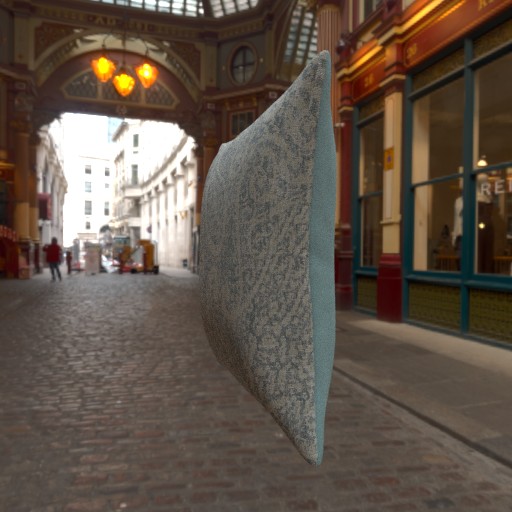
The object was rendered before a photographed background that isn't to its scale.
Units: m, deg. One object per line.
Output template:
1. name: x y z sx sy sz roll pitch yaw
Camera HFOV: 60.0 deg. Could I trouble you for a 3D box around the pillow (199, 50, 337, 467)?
1. pillow: 0.000 0.000 0.784 0.166 0.507 0.526 0 1 -18
